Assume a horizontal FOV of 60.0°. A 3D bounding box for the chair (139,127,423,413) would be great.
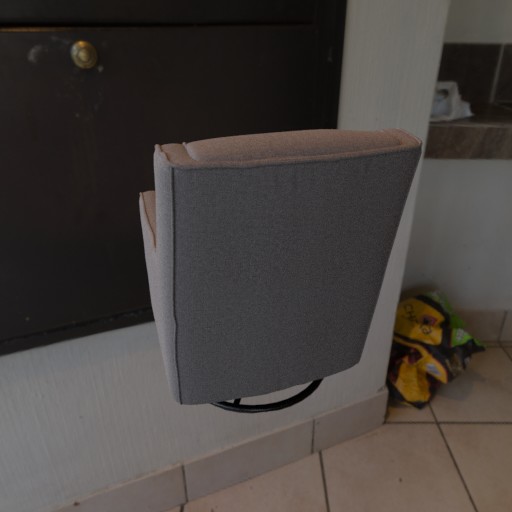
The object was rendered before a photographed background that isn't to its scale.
[{"bbox_3d":[0.000,0.000,1.586,0.732,0.993,0.879,-8,28,-16],"label":"chair"}]
